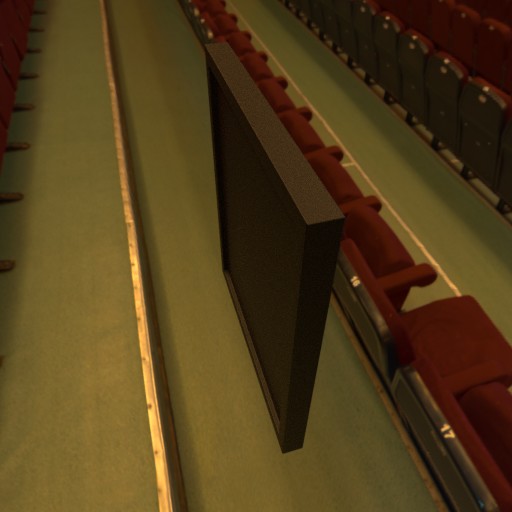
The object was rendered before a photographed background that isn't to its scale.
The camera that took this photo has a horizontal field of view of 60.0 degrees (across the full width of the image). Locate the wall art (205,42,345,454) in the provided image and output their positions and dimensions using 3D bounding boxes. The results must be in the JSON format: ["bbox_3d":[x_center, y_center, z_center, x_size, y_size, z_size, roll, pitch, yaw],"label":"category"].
[{"bbox_3d":[0.000,0.000,0.535,0.028,0.381,0.328,-12,46,-11],"label":"wall art"}]
